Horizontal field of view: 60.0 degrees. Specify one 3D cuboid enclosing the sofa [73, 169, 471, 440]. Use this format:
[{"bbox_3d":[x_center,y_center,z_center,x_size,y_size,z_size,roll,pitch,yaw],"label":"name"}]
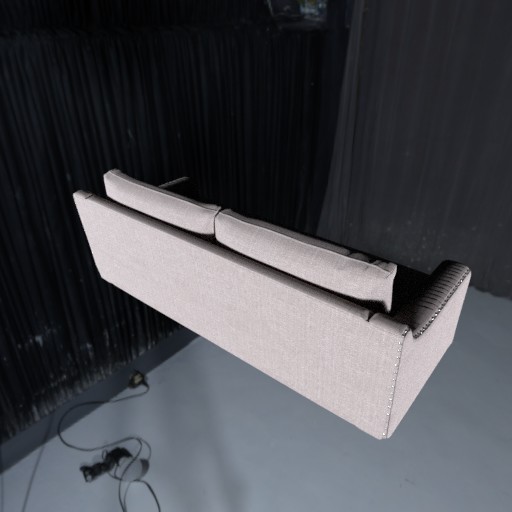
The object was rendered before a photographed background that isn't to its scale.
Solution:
[{"bbox_3d":[0.000,0.000,2.686,2.208,0.857,1.000,22,37,33],"label":"sofa"}]
